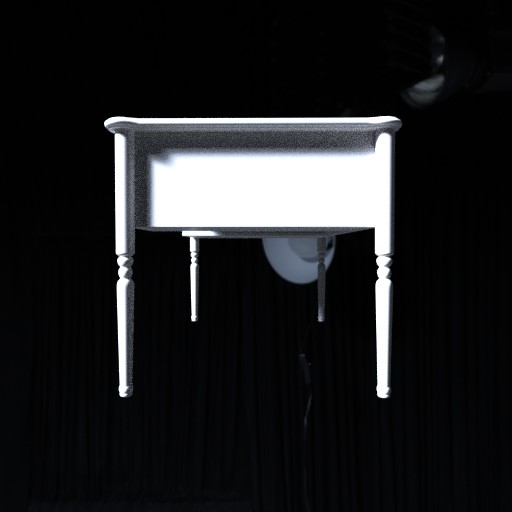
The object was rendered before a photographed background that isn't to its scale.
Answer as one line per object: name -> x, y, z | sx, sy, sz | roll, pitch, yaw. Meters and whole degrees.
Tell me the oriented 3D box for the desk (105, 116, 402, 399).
desk -> 0.000, 0.000, 1.856 | 0.807, 0.762, 1.380 | 0, 1, 1
